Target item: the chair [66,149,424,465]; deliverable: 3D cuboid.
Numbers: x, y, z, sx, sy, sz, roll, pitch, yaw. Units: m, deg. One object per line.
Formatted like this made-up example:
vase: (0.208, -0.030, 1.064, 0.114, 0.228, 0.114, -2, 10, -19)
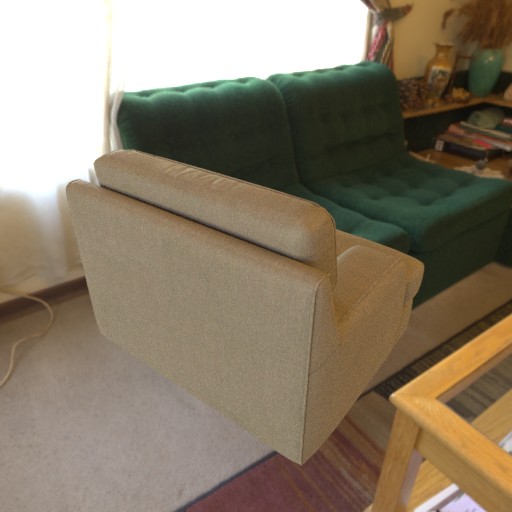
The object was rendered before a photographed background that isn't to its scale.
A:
chair: (0.000, 0.000, 2.017, 1.270, 0.974, 1.043, 22, 37, 31)
